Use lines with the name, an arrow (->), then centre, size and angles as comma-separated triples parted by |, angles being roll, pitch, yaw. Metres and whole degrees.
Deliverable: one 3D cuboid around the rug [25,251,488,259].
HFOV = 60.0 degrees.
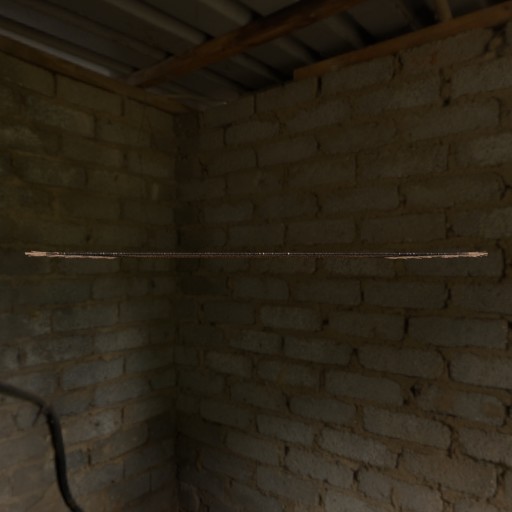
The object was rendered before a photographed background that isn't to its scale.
rug -> 0.000, 0.000, 2.517 | 2.021, 0.027, 1.224 | 0, -1, -1
